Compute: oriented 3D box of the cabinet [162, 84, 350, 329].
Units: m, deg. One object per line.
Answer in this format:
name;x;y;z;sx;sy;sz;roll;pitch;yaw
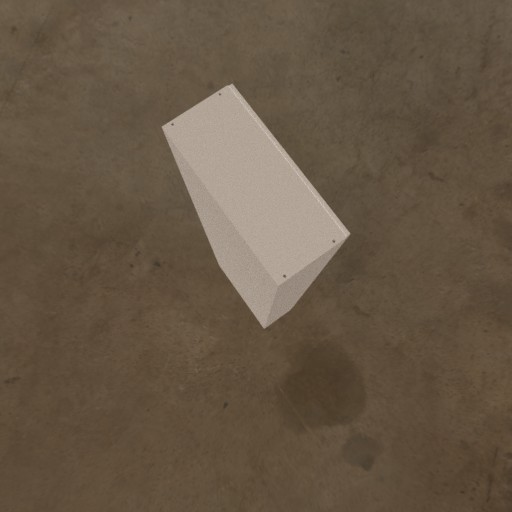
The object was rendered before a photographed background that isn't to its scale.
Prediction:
cabinet;0.000;0.000;1.966;0.230;1.790;0.500;-35;80;-7
